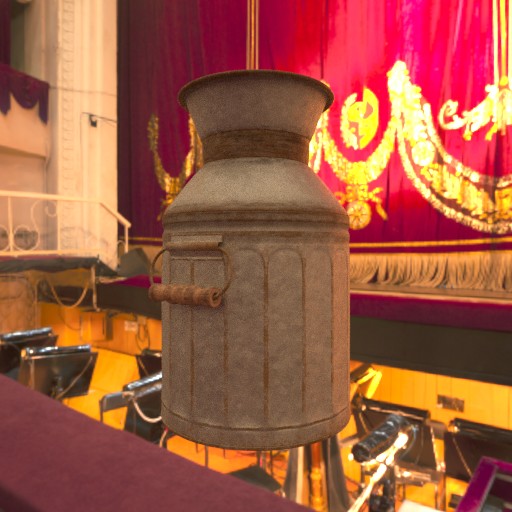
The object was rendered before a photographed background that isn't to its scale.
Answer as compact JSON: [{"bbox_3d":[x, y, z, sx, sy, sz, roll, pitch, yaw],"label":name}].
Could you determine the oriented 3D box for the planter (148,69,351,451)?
[{"bbox_3d":[0.000,0.000,0.510,0.215,0.358,0.248,1,1,35],"label":"planter"}]
